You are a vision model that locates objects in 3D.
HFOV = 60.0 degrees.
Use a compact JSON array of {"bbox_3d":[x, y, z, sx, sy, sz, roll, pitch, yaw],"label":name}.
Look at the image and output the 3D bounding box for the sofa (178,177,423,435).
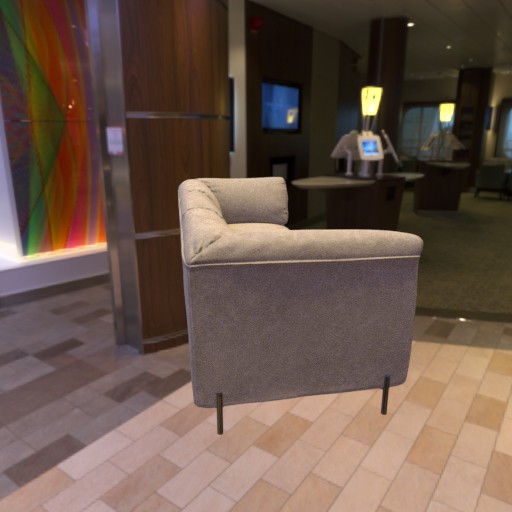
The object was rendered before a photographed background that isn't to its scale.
[{"bbox_3d":[0.000,0.000,2.682,0.899,0.758,2.238,-3,16,-10],"label":"sofa"}]
